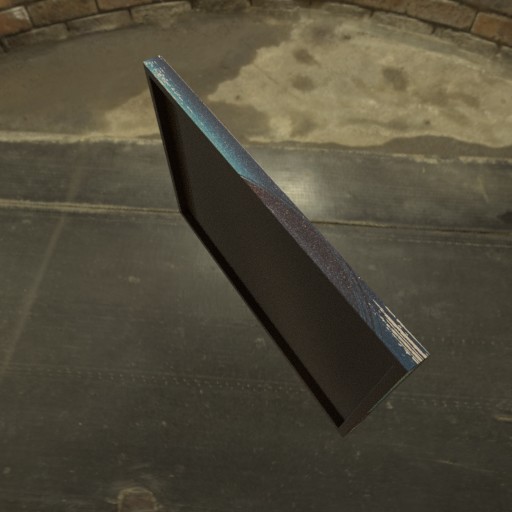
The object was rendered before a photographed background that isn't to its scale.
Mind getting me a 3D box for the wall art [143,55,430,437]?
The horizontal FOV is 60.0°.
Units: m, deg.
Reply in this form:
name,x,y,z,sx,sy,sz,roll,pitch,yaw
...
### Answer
name,x,y,z,sx,sy,sz,roll,pitch,yaw
wall art,0.000,0.000,0.764,0.033,0.406,0.609,-30,63,-17
